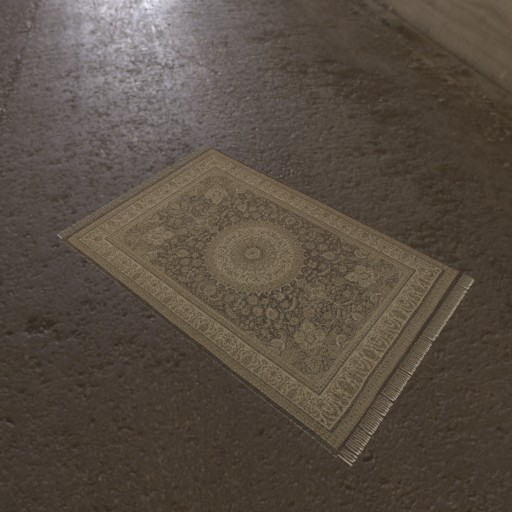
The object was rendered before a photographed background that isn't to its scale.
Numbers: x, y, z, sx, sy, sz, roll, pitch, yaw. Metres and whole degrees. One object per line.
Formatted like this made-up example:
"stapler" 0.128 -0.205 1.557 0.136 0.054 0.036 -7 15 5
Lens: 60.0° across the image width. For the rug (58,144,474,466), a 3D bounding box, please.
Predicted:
"rug" 0.000 0.000 3.015 2.440 0.010 1.528 32 54 26
